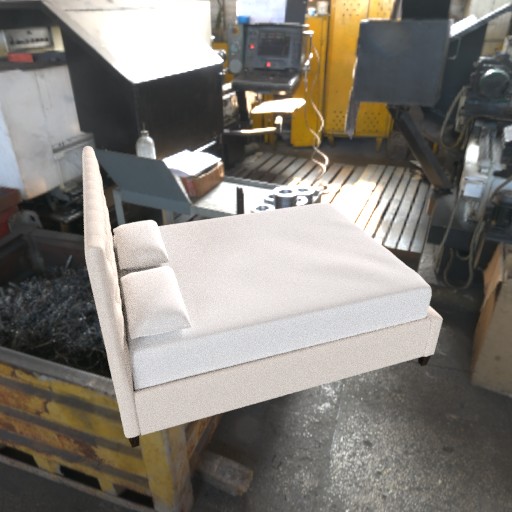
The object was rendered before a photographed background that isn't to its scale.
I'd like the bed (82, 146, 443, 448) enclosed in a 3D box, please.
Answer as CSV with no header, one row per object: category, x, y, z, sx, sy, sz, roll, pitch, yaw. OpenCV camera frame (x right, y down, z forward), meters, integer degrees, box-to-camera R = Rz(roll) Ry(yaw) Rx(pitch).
bed,0.000,0.000,3.346,2.233,1.426,1.696,-10,32,-16
